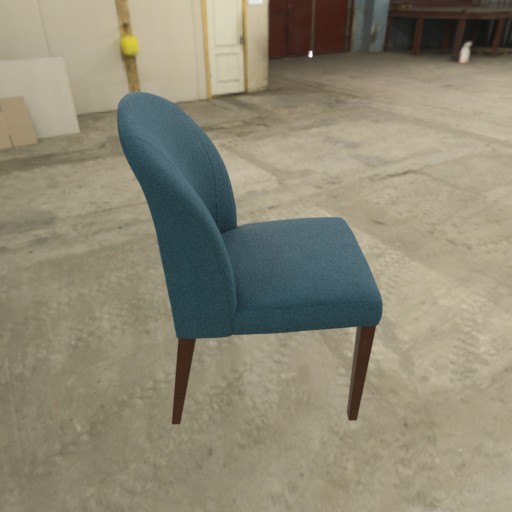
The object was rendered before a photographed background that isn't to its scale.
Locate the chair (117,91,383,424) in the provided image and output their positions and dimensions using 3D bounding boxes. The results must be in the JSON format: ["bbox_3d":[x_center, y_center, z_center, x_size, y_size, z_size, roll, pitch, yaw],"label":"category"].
[{"bbox_3d":[0.000,0.000,1.263,0.620,0.879,0.507,-1,30,-2],"label":"chair"}]
